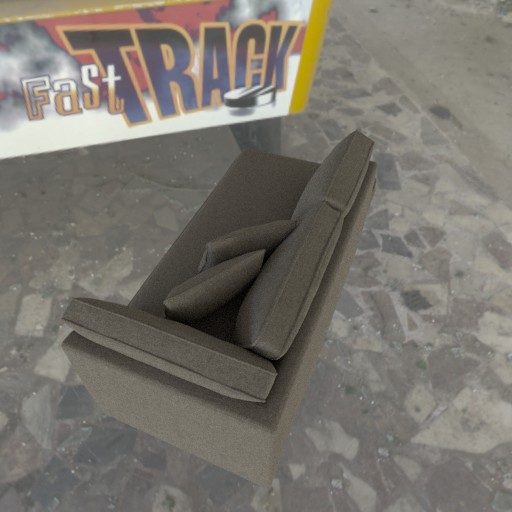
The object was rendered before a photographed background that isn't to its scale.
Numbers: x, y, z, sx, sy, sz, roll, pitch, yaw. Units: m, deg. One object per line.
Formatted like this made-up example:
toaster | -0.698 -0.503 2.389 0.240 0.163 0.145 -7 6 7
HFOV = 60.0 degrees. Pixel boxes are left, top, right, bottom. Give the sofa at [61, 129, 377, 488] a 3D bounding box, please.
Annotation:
sofa | 0.000 0.000 2.806 1.110 1.033 2.237 17 50 15
